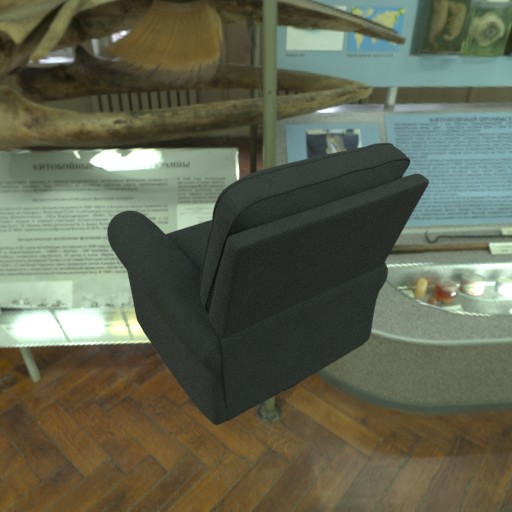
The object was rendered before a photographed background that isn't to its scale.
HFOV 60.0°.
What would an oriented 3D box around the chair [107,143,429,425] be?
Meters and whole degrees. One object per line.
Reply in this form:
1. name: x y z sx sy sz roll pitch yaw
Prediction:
1. chair: 0.000 0.000 1.710 0.890 0.961 0.878 -20 38 -29
